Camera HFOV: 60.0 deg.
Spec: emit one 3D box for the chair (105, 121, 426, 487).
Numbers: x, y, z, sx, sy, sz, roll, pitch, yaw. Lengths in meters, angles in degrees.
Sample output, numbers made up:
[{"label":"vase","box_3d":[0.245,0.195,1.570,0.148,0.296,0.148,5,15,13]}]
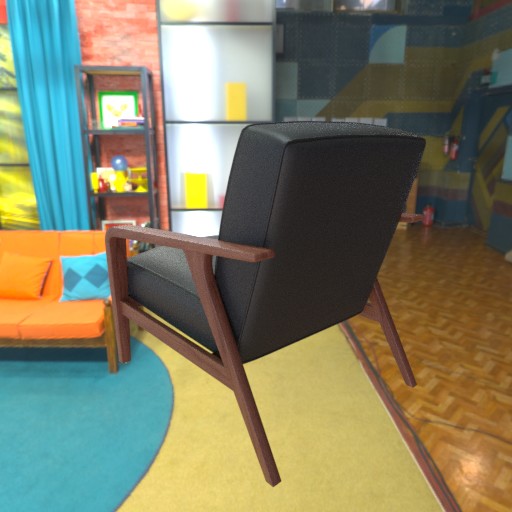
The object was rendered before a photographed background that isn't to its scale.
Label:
[{"label":"chair","box_3d":[0.000,0.000,1.499,0.719,0.861,0.889,-13,20,-40]}]
